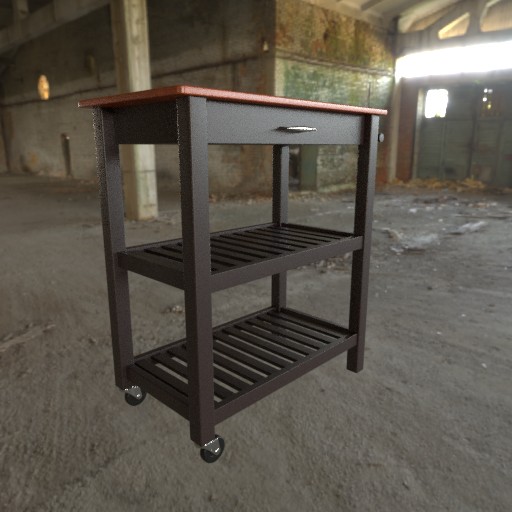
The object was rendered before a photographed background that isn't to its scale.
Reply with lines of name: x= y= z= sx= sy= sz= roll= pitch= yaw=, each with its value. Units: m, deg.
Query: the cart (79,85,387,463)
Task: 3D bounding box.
cart: x=0.000 y=0.000 z=1.447 sx=0.457 sy=0.927 sz=0.899 roll=13 pitch=19 yaw=43
